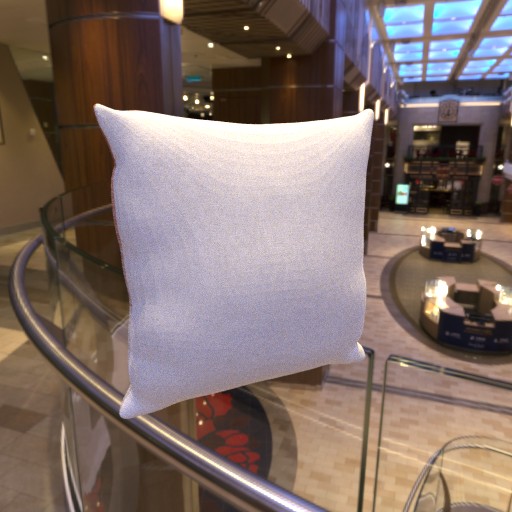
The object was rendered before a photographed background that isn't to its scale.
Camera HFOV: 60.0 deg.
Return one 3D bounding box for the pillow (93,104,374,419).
[{"bbox_3d":[0.000,0.000,0.679,0.440,0.441,0.182,-7,16,-26],"label":"pillow"}]
